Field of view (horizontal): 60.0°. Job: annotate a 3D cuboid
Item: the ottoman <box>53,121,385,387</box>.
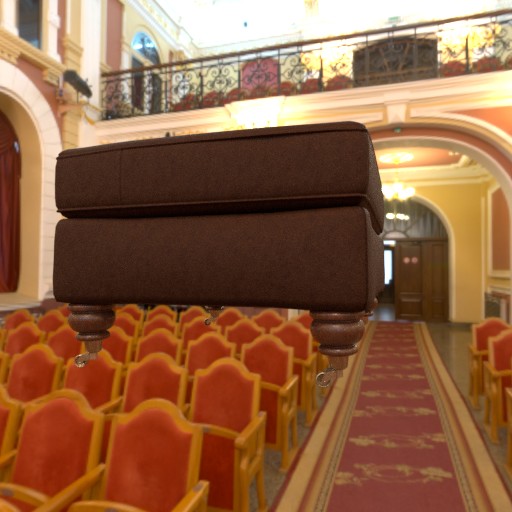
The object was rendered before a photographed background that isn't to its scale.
[{"bbox_3d":[0.000,0.000,1.779,0.967,0.730,1.187,-1,-2,18],"label":"ottoman"}]
